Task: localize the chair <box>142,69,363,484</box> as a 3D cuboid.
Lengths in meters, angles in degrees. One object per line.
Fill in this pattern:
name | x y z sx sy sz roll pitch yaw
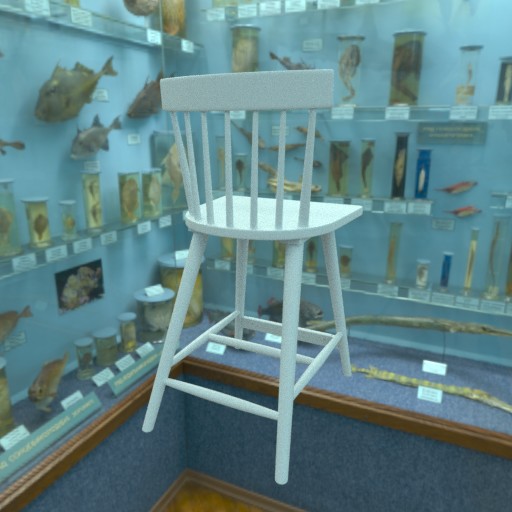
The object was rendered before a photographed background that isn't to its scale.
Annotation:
chair | 0.000 0.000 1.272 0.483 0.952 0.572 8 18 26
